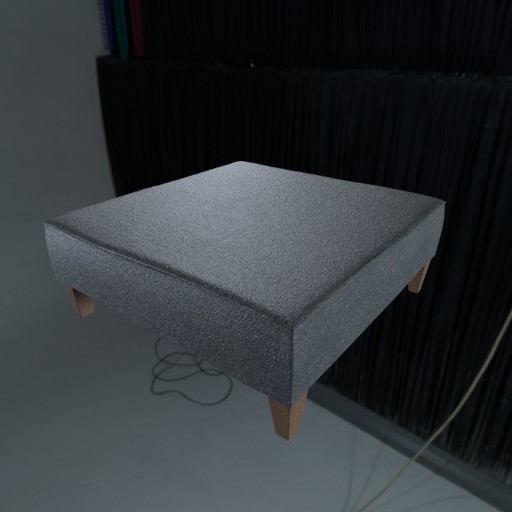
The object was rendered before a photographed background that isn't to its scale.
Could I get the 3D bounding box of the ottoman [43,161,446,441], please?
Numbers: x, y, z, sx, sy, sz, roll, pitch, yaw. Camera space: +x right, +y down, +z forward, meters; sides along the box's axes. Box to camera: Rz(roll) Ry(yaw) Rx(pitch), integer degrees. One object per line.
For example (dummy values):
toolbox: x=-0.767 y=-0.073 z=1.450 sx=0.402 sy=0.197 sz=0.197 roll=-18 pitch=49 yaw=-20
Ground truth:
ottoman: x=0.000 y=0.000 z=1.571 sx=0.968 sy=0.382 sz=1.004 roll=19 pitch=32 yaw=33
